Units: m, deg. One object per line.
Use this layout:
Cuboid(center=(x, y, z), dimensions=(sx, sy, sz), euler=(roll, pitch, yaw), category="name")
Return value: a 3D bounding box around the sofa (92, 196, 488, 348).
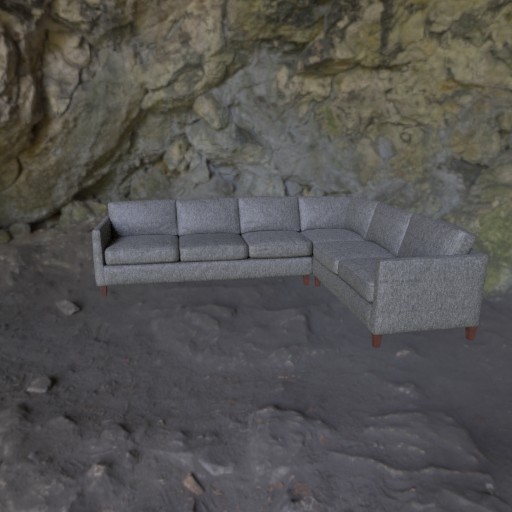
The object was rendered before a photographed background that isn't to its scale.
Cuboid(center=(0.000, 0.000, 4.457), dimensions=(3.302, 0.947, 2.593), euler=(-2, 15, -9), category="sofa")
